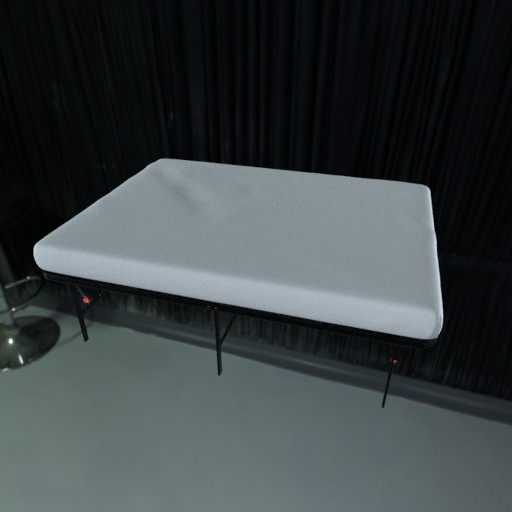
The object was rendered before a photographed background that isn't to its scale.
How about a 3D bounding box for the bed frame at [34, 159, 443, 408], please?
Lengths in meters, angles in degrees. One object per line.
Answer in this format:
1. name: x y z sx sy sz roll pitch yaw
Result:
1. bed frame: 0.000 0.000 2.601 1.905 0.637 1.372 9 32 14
